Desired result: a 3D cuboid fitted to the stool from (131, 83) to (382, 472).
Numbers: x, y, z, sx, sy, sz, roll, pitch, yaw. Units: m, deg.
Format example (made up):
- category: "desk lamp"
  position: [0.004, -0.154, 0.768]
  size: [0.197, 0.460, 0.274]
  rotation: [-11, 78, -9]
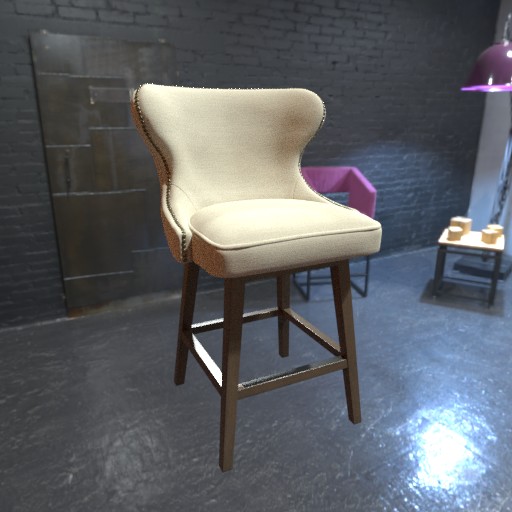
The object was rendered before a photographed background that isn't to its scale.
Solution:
- category: "stool"
  position: [0.000, 0.000, 1.326]
  size: [0.615, 0.972, 0.597]
  rotation: [-8, 20, -25]
